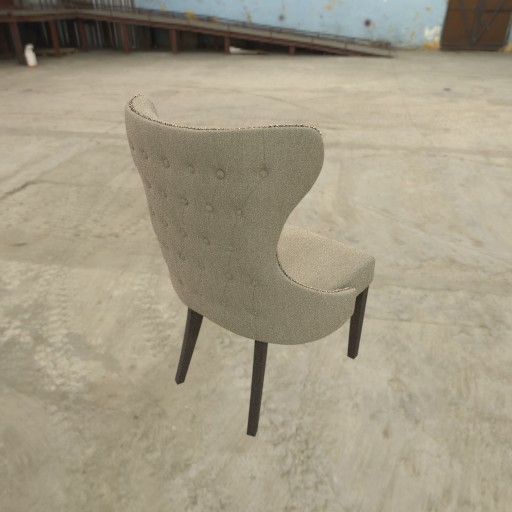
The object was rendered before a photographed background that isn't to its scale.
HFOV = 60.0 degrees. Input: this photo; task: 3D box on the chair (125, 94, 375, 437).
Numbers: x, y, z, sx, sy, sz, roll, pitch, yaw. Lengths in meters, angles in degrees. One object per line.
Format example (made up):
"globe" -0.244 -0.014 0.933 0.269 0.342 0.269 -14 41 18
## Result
"chair" 0.000 0.000 1.400 0.628 0.967 0.635 23 37 34
